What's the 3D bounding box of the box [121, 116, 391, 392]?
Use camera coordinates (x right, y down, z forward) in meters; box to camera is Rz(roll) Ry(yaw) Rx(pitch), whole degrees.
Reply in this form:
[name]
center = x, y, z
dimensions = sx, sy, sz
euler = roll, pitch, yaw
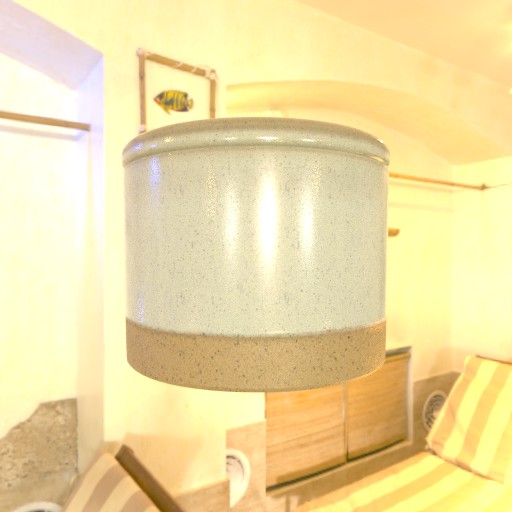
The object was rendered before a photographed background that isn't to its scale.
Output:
[box]
center = 0.000, 0.000, 0.265
dimensions = 0.154, 0.123, 0.154
euler = 0, 0, 0
